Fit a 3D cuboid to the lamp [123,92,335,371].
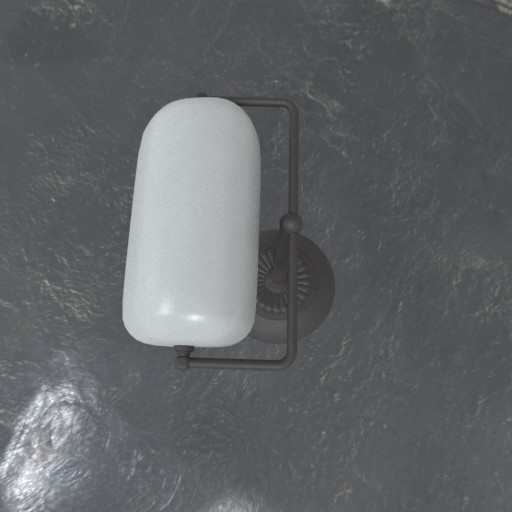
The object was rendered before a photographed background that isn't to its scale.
[{"bbox_3d":[0.000,0.000,0.518,0.243,0.339,0.264,2,75,0],"label":"lamp"}]
